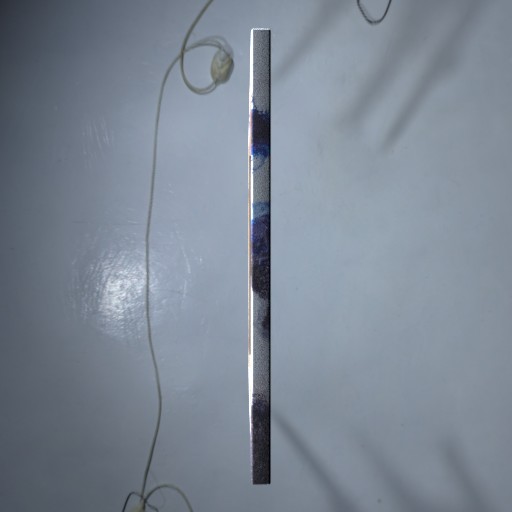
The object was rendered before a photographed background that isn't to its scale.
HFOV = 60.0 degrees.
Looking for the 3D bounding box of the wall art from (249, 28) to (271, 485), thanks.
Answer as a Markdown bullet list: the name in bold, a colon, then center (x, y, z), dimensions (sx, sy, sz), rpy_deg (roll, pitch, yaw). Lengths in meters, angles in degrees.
- **wall art**: center (0.000, 0.000, 1.301), dimensions (0.038, 0.885, 0.887), rpy_deg (0, 90, -1)
